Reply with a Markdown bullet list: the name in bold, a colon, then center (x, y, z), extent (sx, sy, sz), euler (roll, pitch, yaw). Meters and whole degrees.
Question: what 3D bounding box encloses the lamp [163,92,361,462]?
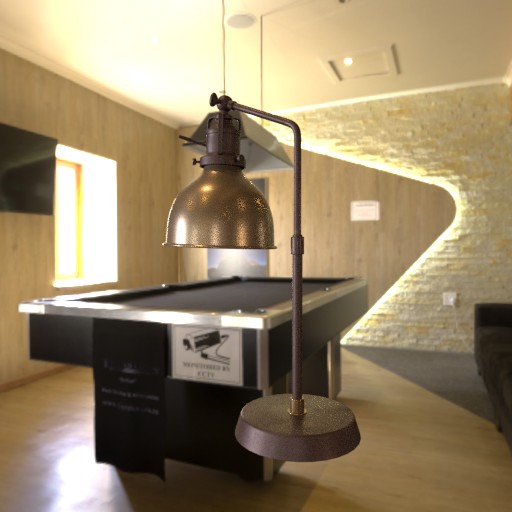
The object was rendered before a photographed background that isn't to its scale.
- **lamp**: center (0.000, 0.000, 0.623), extent (0.298, 0.469, 0.175), euler (1, 1, 38)
